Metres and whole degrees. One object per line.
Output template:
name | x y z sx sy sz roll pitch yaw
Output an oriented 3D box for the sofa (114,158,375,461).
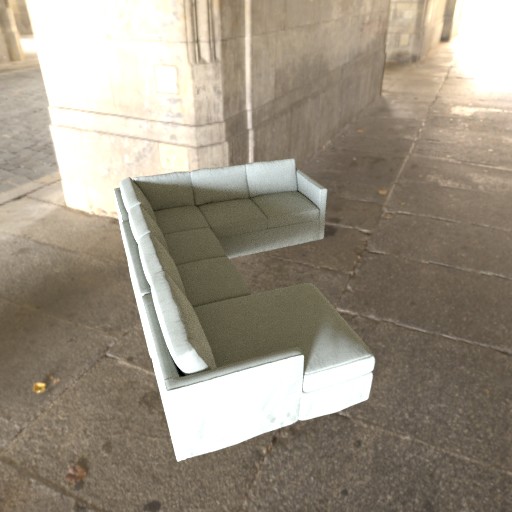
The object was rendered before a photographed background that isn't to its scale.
sofa | 0.000 0.000 4.505 2.440 0.869 3.434 -11 33 -18
